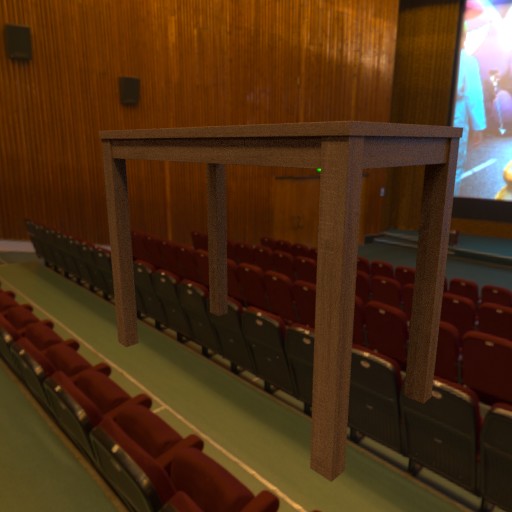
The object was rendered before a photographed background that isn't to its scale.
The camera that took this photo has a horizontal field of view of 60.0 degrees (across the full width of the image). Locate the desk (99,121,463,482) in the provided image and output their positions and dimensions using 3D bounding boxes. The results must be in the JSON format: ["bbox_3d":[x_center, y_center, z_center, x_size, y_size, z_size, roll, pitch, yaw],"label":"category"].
[{"bbox_3d":[0.000,0.000,1.389,0.495,0.762,0.991,-13,20,-42],"label":"desk"}]
